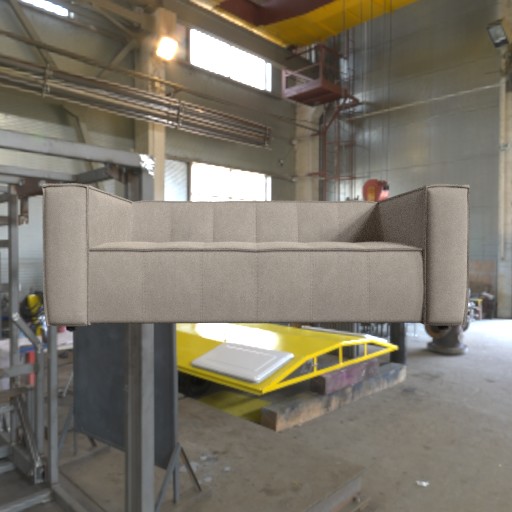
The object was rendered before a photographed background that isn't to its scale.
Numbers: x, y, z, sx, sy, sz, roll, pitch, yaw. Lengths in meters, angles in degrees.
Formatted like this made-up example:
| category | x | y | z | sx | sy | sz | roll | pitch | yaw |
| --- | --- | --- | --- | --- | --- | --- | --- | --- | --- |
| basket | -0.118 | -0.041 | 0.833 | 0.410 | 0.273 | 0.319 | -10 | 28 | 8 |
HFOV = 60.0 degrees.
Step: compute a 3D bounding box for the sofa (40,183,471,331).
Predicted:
| category | x | y | z | sx | sy | sz | roll | pitch | yaw |
| --- | --- | --- | --- | --- | --- | --- | --- | --- | --- |
| sofa | 0.000 | 0.000 | 2.496 | 1.995 | 0.680 | 1.038 | 0 | 1 | -1 |
